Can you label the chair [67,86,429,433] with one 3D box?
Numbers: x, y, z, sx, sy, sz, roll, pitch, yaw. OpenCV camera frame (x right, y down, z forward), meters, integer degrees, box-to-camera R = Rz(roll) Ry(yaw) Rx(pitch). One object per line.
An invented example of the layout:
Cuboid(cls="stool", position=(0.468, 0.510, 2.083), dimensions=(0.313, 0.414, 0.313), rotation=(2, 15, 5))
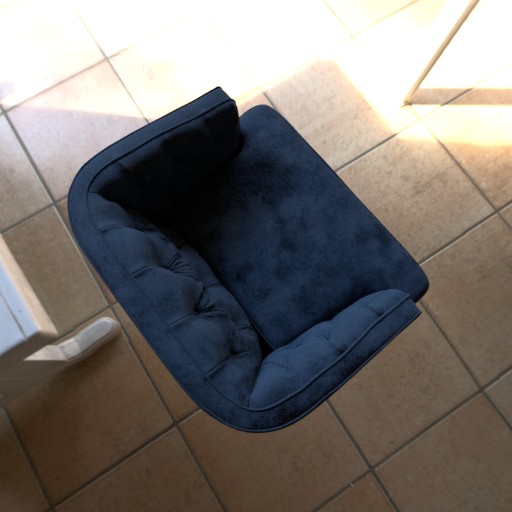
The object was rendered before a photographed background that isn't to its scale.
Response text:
Cuboid(cls="chair", position=(0.000, 0.000, 1.736), dimensions=(0.940, 0.852, 1.094), rotation=(-38, 79, -9))
